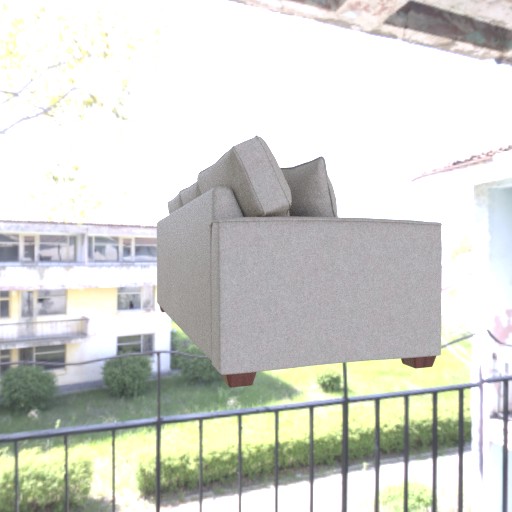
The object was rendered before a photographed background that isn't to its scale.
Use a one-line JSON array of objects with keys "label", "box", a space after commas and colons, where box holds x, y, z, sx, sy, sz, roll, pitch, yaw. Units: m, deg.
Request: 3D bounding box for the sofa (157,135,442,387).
[{"label": "sofa", "box": [0.000, 0.000, 2.866, 1.061, 0.962, 2.317, 0, 1, -18]}]
